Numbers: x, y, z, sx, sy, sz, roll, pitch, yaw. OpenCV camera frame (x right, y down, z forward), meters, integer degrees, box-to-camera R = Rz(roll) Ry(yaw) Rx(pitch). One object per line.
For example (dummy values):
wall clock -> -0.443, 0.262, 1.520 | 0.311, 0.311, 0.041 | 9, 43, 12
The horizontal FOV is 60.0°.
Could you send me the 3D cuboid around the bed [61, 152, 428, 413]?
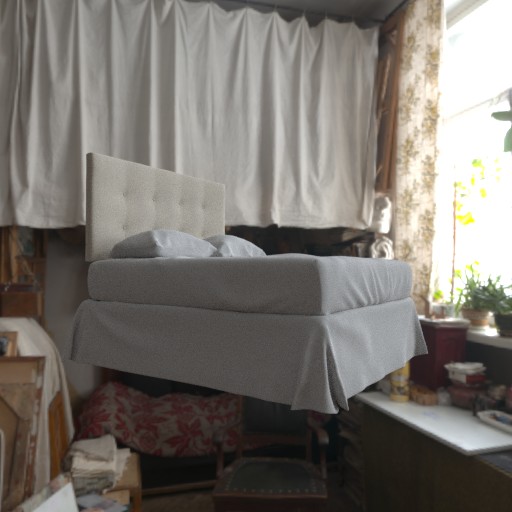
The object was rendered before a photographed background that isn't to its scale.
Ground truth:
bed -> 0.000, 0.000, 3.459 | 2.222, 1.577, 1.936 | -1, -2, 34
